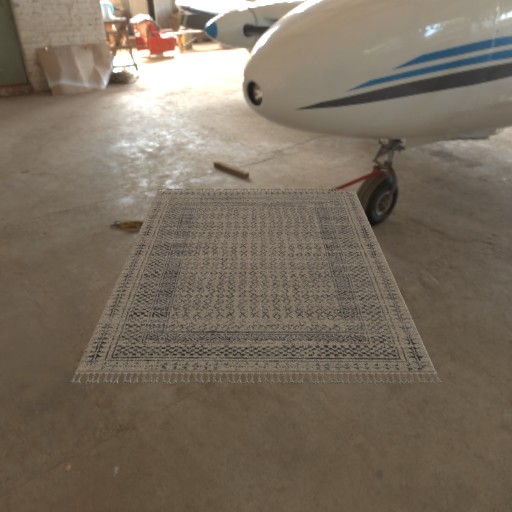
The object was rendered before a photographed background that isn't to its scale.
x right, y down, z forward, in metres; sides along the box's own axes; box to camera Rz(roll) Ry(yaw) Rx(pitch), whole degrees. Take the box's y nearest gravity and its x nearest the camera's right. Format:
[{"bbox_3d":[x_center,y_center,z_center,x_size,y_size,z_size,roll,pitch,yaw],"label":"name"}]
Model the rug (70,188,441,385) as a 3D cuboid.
[{"bbox_3d":[0.000,0.000,3.961,2.312,0.013,2.940,0,33,0],"label":"rug"}]
